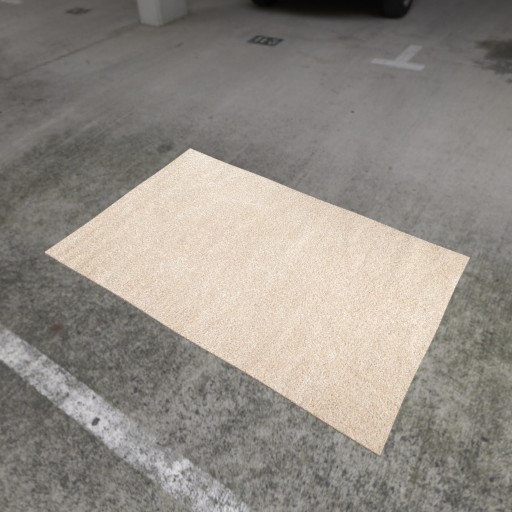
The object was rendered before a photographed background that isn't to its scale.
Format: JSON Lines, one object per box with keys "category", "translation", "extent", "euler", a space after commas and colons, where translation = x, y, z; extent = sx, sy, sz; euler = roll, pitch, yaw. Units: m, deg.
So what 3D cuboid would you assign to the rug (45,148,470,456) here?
{"category": "rug", "translation": [0.000, 0.000, 2.906], "extent": [2.346, 0.025, 1.500], "euler": [25, 51, 23]}
